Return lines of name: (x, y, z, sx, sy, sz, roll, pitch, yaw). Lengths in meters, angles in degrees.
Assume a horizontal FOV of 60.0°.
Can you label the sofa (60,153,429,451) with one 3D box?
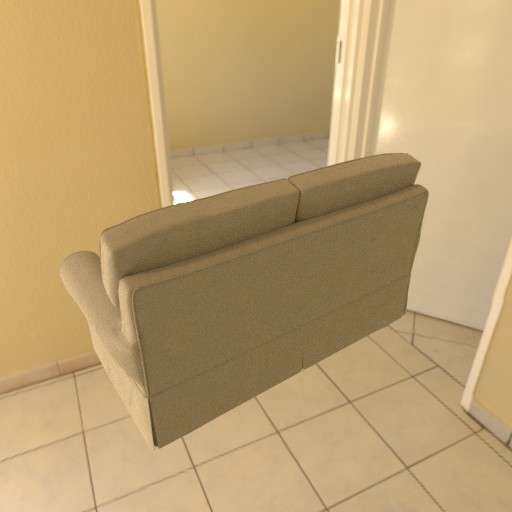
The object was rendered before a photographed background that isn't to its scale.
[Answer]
sofa: (0.000, 0.000, 2.363, 1.823, 1.024, 0.841, -19, 35, -30)
